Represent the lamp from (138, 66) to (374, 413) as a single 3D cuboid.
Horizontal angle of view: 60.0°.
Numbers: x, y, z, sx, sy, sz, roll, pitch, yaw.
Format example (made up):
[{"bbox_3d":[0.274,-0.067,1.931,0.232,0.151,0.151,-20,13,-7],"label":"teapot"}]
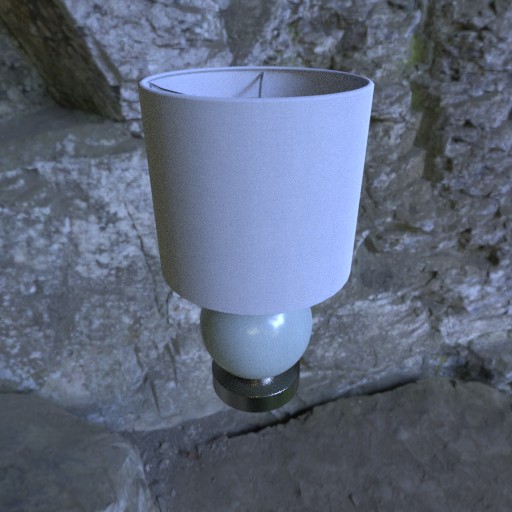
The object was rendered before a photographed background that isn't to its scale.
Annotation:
[{"bbox_3d":[0.000,0.000,0.471,0.201,0.353,0.201,-10,31,-18],"label":"lamp"}]
